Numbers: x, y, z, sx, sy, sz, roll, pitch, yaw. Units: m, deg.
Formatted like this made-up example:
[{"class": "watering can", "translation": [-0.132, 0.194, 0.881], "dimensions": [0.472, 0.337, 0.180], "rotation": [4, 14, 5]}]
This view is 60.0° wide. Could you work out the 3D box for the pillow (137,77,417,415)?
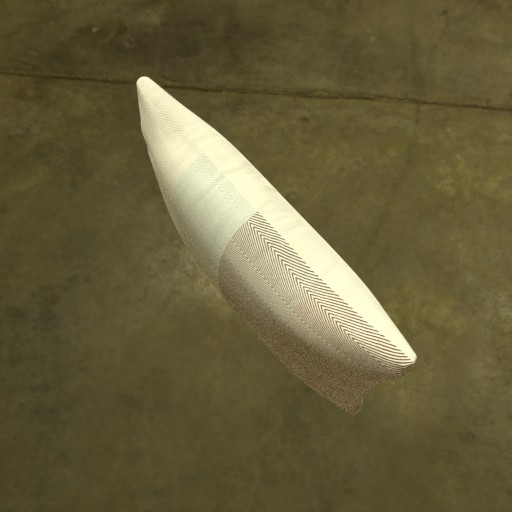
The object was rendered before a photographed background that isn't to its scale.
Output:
[{"class": "pillow", "translation": [0.000, 0.000, 0.642], "dimensions": [0.139, 0.305, 0.506], "rotation": [-35, 69, -16]}]
